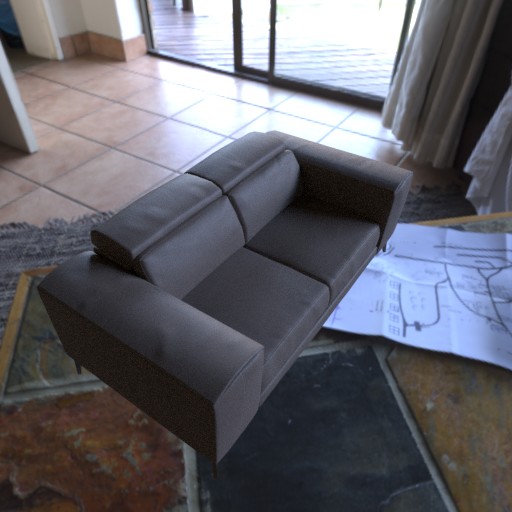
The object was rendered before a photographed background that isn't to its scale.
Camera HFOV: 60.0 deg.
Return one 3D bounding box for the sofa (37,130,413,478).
[{"bbox_3d":[0.000,0.000,2.398,1.003,0.779,1.895,25,46,26],"label":"sofa"}]
